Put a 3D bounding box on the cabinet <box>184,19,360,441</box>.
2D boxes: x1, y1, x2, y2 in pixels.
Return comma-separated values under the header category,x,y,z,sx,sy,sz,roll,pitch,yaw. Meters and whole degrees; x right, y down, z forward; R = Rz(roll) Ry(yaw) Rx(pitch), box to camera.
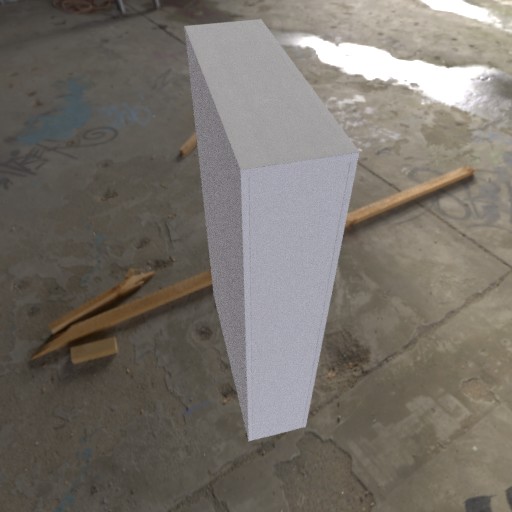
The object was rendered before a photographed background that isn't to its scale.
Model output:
category,x,y,z,sx,sy,sz,roll,pitch,yaw
cabinet,0.000,0.000,1.549,0.250,1.280,0.750,-10,47,-10
